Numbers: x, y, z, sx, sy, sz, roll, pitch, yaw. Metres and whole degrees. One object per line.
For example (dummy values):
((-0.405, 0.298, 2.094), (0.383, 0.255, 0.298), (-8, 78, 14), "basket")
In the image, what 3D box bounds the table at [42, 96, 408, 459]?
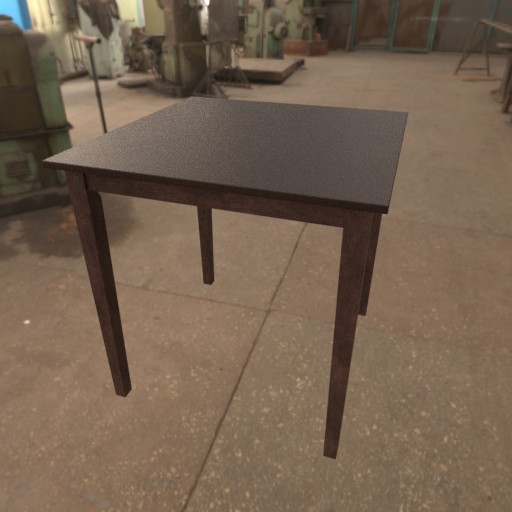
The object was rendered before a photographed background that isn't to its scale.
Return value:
((0.000, 0.000, 1.381), (0.749, 0.770, 0.749), (10, 32, 16), "table")
